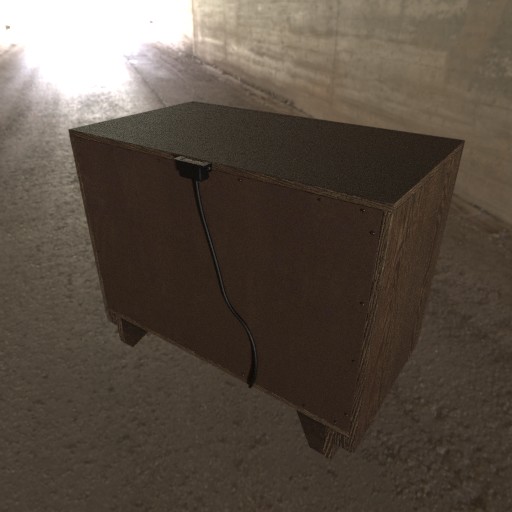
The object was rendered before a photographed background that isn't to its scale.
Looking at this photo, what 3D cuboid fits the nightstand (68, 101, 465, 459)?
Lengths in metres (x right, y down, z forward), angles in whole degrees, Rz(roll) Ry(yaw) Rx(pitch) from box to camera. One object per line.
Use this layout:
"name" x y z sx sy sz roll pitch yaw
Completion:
"nightstand" 0.000 0.000 1.127 0.775 0.612 0.457 19 35 30
